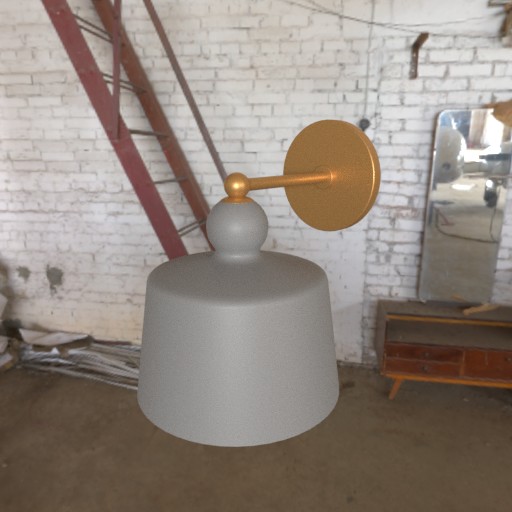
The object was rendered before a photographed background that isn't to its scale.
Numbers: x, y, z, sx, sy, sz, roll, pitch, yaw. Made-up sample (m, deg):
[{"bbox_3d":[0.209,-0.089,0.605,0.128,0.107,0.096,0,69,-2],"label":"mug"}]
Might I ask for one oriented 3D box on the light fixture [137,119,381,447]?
[{"bbox_3d":[0.000,0.000,0.443,0.204,0.268,0.254,14,20,42],"label":"light fixture"}]
